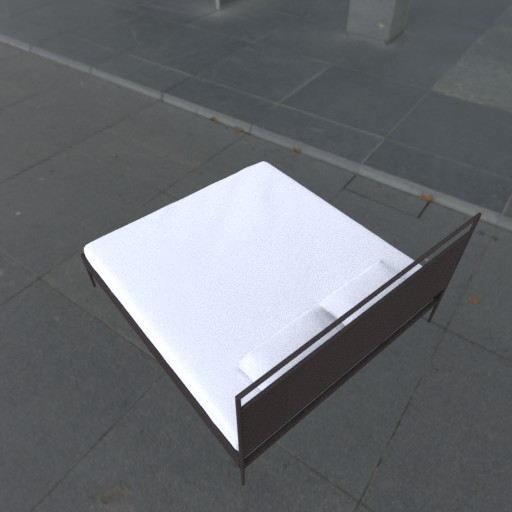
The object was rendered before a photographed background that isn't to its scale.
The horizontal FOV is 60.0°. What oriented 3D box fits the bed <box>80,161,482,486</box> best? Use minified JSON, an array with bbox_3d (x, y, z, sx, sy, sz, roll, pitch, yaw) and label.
[{"bbox_3d":[0.000,0.000,3.396,1.993,1.173,2.151,-31,53,-26],"label":"bed"}]
